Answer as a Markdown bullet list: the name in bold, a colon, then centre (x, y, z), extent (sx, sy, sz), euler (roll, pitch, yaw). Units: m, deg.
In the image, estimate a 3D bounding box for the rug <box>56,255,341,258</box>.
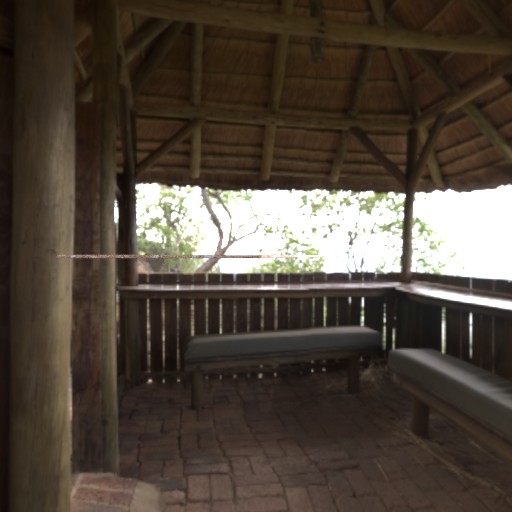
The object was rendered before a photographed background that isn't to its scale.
- **rug**: centre (0.000, 0.000, 2.617), extent (0.750, 0.011, 2.435), euler (0, 0, 16)
